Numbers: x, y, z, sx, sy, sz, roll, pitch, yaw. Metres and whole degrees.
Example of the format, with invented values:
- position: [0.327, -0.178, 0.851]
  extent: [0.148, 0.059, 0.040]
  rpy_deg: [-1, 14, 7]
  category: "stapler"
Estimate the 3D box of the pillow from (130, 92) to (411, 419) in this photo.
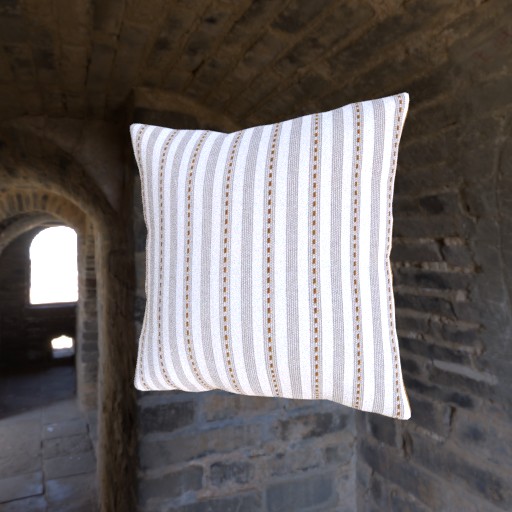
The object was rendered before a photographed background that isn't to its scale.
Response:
- position: [0.000, 0.000, 0.652]
  extent: [0.432, 0.437, 0.147]
  rpy_deg: [0, 0, 17]
  category: "pillow"
